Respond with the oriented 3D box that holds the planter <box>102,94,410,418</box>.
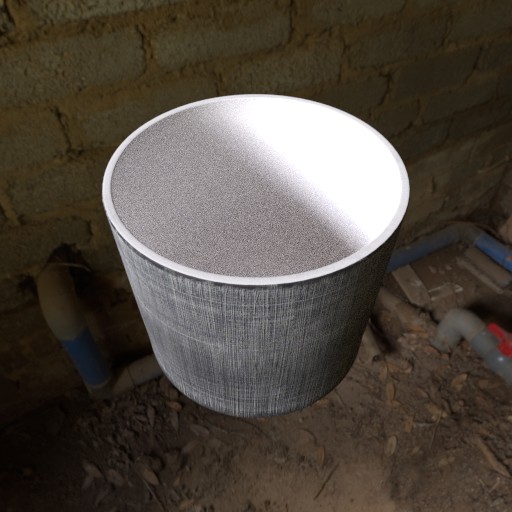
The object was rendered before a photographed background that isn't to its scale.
[{"bbox_3d":[0.000,0.000,0.456,0.254,0.221,0.254,0,48,0],"label":"planter"}]
